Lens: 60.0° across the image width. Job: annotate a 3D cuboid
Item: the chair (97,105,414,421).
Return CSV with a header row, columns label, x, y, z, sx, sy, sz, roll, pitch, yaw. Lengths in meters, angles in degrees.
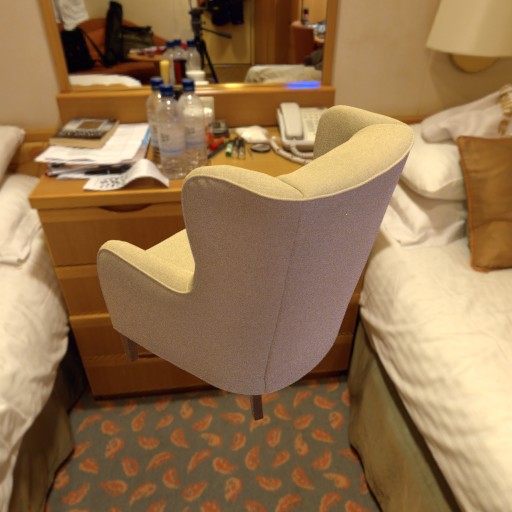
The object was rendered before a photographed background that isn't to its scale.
label,x,y,z,sx,sy,sz,roll,pitch,yaw
chair,0.000,0.000,1.735,0.966,1.040,0.838,22,39,30
